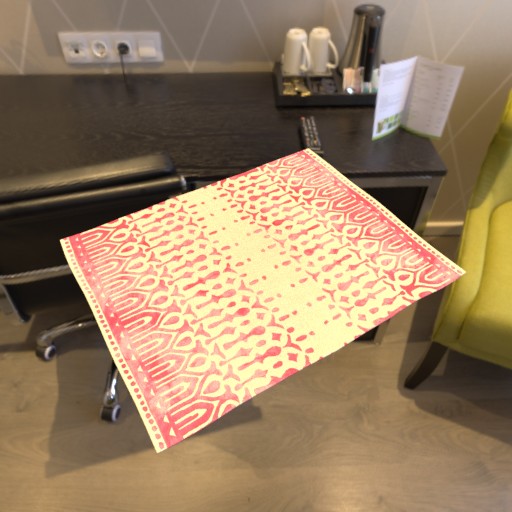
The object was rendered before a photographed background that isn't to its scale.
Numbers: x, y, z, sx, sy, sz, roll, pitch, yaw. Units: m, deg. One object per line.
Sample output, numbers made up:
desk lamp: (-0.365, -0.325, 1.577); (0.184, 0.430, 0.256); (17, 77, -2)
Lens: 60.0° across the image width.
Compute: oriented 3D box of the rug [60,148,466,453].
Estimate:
rug: (0.000, 0.000, 4.231); (3.095, 0.016, 2.441); (-24, 51, -21)
